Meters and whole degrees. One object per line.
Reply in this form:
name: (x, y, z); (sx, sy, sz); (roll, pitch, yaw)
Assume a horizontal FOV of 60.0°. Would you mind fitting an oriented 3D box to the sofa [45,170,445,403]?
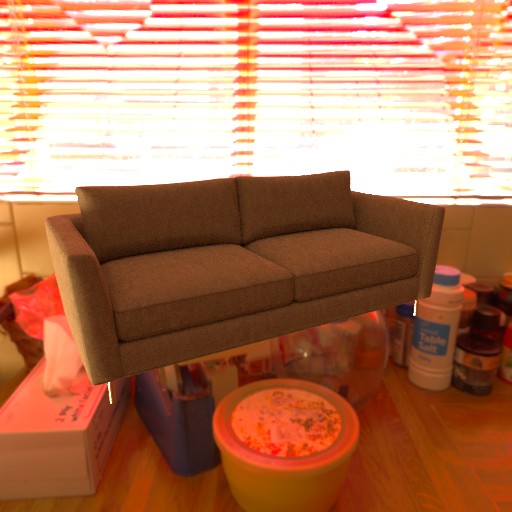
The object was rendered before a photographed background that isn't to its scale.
sofa: (0.000, 0.000, 2.573); (2.121, 0.864, 0.889); (-9, 19, -28)
